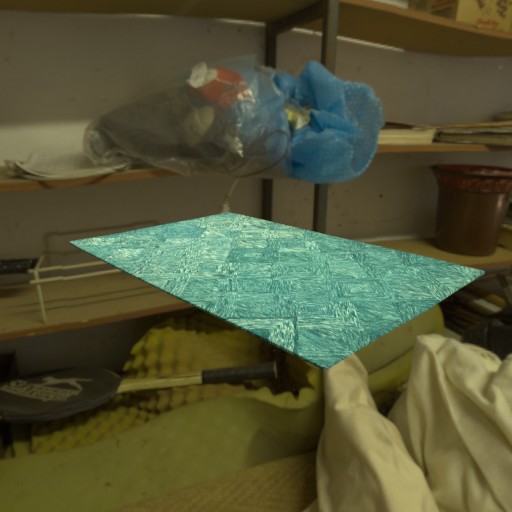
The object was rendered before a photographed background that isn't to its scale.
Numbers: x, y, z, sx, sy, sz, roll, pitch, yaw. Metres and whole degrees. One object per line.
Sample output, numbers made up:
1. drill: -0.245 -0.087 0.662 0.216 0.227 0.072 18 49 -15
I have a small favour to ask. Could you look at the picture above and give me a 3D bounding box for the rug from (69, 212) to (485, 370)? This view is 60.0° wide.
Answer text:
1. rug: 0.000 0.000 2.145 1.136 0.017 1.728 -16 23 -41
